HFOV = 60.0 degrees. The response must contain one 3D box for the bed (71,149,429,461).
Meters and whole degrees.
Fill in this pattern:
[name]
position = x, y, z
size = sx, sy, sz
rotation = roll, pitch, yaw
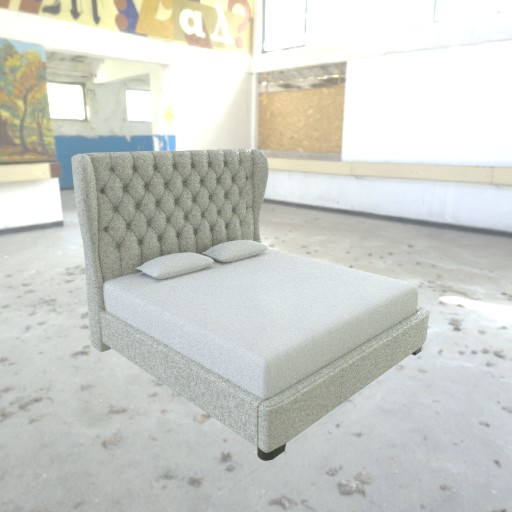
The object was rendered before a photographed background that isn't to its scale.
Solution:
[bed]
position = 0.000, 0.000, 3.926
size = 2.219, 1.771, 2.347
rotation = -15, 21, -43
